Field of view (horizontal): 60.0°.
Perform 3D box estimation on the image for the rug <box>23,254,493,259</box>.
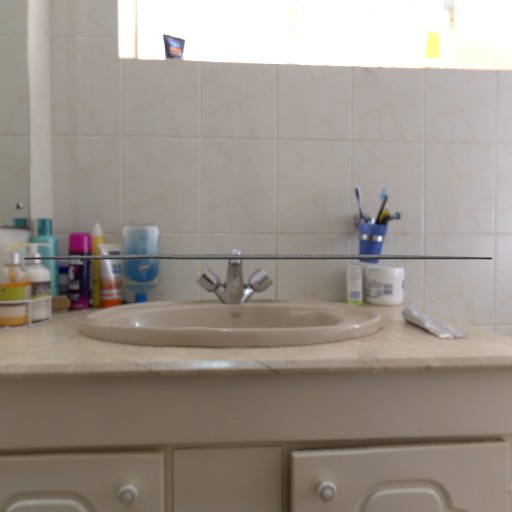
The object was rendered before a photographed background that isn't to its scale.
[{"bbox_3d":[0.000,0.000,4.099,3.068,0.021,2.456,0,1,-1],"label":"rug"}]
